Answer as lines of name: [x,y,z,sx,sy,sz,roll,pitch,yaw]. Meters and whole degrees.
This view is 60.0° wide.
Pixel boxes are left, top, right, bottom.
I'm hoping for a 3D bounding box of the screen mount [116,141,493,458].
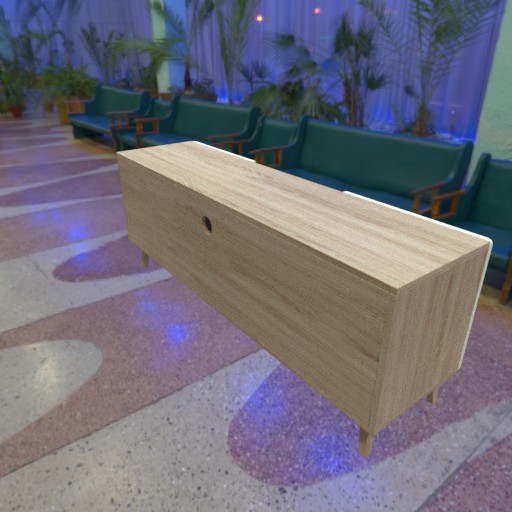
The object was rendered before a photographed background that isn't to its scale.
screen mount: [0.000,0.000,1.686,0.420,0.570,1.500,-19,32,-33]
